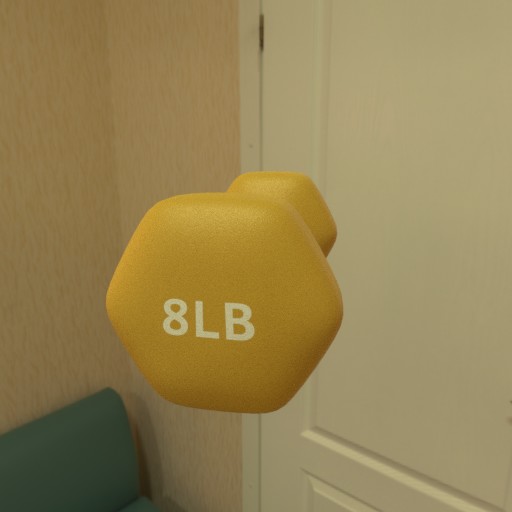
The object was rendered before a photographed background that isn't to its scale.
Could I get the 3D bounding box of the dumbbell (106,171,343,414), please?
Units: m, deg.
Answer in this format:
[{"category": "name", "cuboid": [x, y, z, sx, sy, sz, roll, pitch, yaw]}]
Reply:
[{"category": "dumbbell", "cuboid": [0.000, 0.000, 0.240, 0.090, 0.082, 0.190, 2, 14, 10]}]
